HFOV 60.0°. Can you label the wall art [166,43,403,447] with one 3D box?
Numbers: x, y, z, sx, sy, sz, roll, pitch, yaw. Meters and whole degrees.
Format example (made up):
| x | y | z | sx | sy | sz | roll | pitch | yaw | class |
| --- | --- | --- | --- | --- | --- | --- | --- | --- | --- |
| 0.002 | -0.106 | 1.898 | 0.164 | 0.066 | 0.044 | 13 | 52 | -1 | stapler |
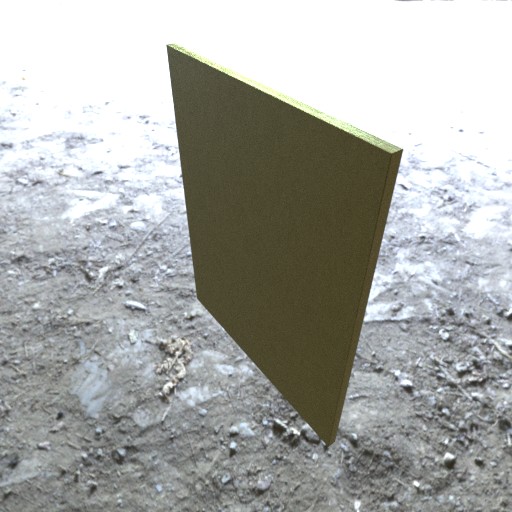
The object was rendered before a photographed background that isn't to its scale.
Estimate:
| x | y | z | sx | sy | sz | roll | pitch | yaw | class |
| --- | --- | --- | --- | --- | --- | --- | --- | --- | --- |
| 0.000 | 0.000 | 1.309 | 0.030 | 1.002 | 0.798 | -25 | 46 | -27 | wall art |
